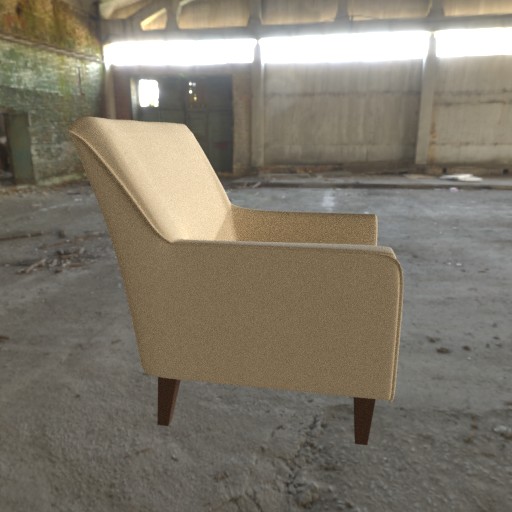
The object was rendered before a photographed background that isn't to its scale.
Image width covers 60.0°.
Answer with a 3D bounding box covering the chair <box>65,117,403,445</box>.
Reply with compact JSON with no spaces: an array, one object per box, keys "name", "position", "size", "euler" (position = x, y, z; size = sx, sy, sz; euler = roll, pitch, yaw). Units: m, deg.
[{"name":"chair","position":[0.000,0.000,1.565],"size":[0.899,0.919,0.780],"euler":[3,15,10]}]
